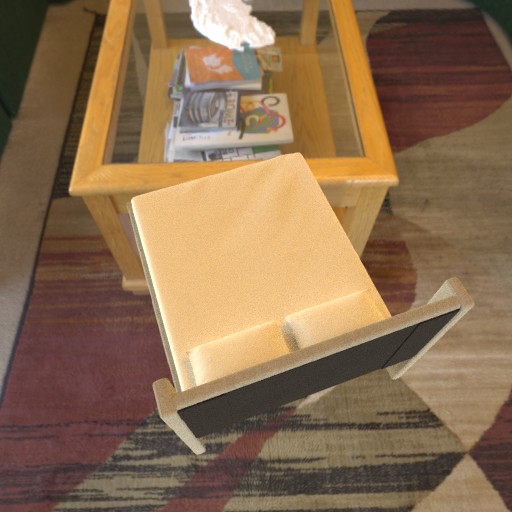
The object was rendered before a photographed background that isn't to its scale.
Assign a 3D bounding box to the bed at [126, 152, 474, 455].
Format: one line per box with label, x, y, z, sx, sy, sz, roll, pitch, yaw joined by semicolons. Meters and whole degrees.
bed;0.000;0.000;3.445;1.774;1.491;2.222;-17;61;-10
